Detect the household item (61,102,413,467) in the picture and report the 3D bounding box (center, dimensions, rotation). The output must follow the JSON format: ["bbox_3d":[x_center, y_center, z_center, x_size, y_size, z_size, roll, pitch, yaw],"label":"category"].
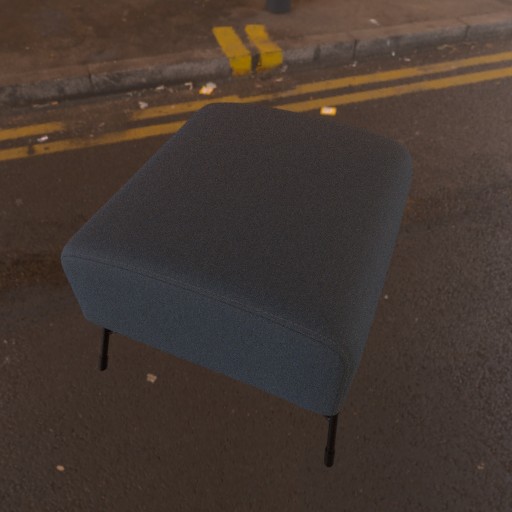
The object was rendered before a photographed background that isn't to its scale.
[{"bbox_3d":[0.000,0.000,0.908,0.530,0.420,0.530,17,50,15],"label":"household item"}]
